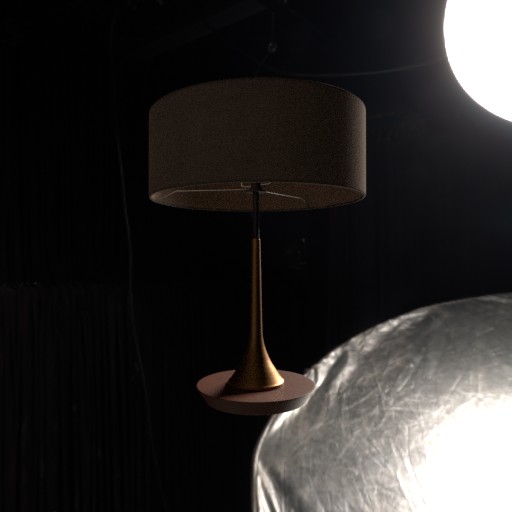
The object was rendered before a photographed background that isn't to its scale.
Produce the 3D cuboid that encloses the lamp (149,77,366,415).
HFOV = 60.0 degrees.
[{"bbox_3d":[0.000,0.000,0.860,0.417,0.551,0.396,0,-1,37],"label":"lamp"}]
